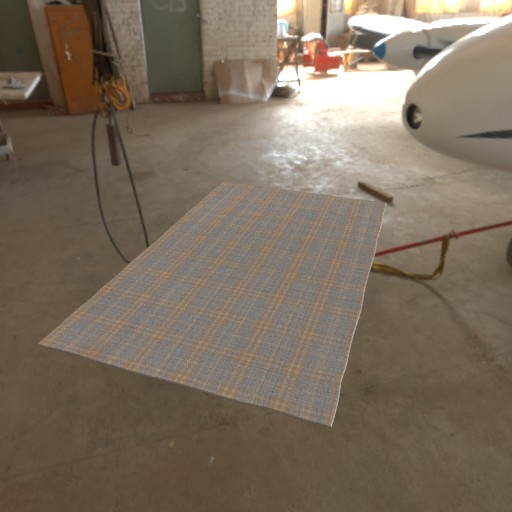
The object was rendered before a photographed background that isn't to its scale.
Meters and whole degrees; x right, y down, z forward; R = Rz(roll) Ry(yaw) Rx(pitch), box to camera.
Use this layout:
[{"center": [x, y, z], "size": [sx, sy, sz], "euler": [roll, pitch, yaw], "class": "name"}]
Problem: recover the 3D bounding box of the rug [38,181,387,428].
[{"center": [0.000, 0.000, 3.070], "size": [1.545, 0.016, 2.460], "euler": [10, 32, 17], "class": "rug"}]
